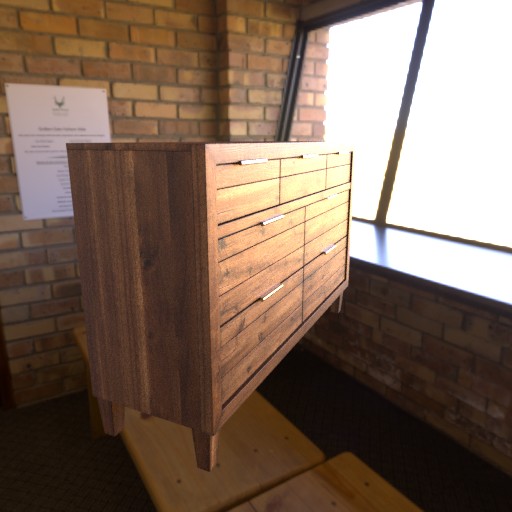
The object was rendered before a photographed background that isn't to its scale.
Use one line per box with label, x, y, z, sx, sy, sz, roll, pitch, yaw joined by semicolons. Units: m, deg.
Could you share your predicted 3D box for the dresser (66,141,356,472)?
dresser;0.000;0.000;1.789;0.438;0.892;1.387;7;16;25
